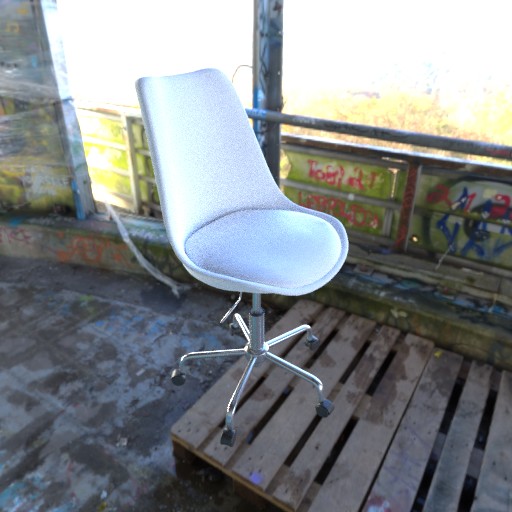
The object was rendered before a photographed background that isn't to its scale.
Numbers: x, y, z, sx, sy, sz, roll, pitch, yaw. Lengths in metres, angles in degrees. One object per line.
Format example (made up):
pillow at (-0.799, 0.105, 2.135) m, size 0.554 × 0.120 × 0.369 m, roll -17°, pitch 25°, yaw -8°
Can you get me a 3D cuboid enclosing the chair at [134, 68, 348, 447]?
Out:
chair at (0.000, 0.000, 1.244) m, size 0.550 × 0.930 × 0.550 m, roll 19°, pitch 34°, yaw 30°
